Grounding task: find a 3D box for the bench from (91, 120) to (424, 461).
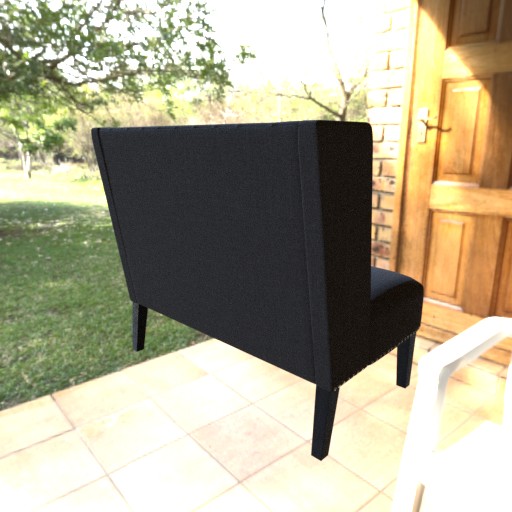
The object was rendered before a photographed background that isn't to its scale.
[{"bbox_3d":[0.000,0.000,2.003,1.276,1.121,0.842,14,20,42],"label":"bench"}]
